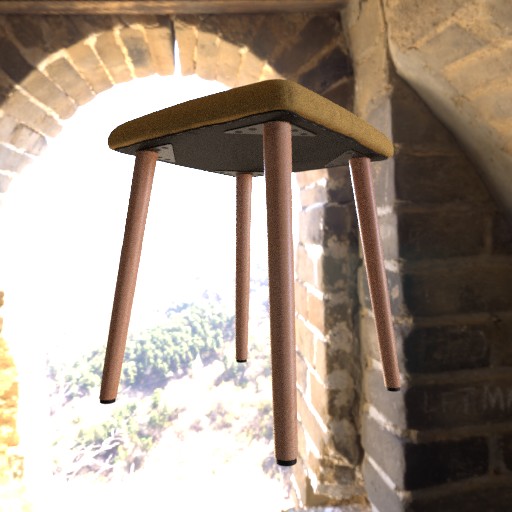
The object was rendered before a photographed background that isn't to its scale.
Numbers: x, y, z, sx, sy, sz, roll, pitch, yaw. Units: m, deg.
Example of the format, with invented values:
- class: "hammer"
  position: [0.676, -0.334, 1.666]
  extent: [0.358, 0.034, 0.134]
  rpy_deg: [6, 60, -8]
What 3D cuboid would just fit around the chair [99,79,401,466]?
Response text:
- class: "chair"
  position: [0.000, 0.000, 0.700]
  extent: [0.350, 0.440, 0.350]
  rpy_deg: [0, 0, 37]
